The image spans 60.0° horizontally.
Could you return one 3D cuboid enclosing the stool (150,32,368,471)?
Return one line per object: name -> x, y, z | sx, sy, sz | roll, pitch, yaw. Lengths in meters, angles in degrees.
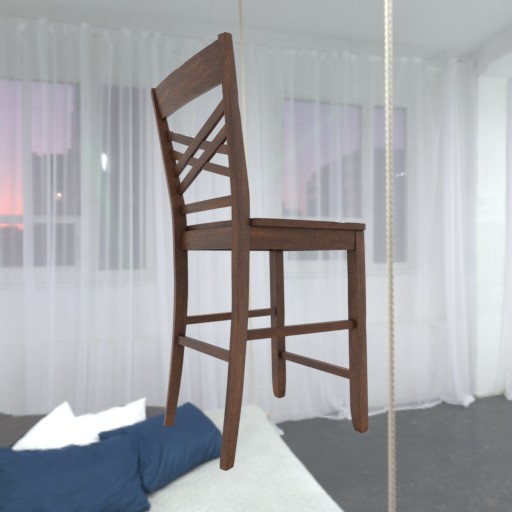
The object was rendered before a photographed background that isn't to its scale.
stool -> 0.000, 0.000, 1.393 | 0.539, 1.079, 0.462 | 0, 0, -35
